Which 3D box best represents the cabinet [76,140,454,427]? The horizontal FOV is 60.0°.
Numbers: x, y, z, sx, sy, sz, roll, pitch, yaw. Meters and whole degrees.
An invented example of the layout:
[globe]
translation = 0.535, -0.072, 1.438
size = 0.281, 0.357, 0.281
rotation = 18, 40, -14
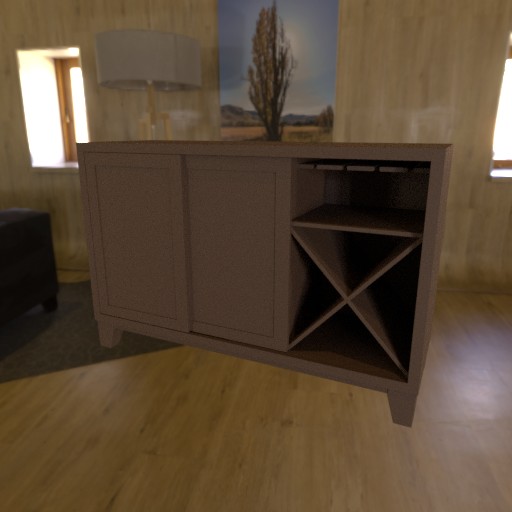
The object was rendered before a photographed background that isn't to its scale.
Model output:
[cabinet]
translation = 0.000, 0.000, 1.850
size = 1.396, 0.914, 0.482
rotation = 7, 17, 24
